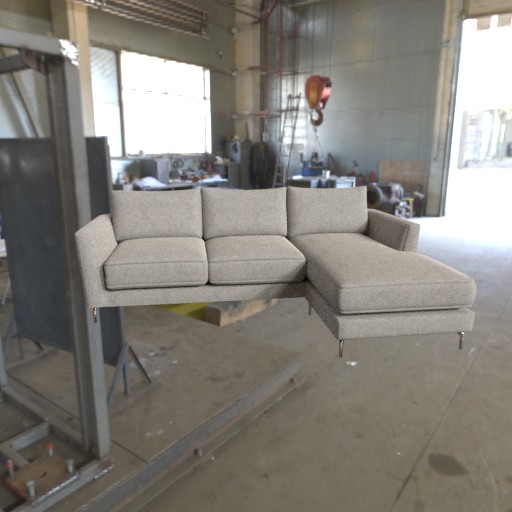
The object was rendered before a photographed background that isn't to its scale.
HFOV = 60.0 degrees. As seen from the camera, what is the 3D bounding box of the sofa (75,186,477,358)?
[{"bbox_3d":[0.000,0.000,3.158,2.438,0.864,1.626,-2,14,-8],"label":"sofa"}]
